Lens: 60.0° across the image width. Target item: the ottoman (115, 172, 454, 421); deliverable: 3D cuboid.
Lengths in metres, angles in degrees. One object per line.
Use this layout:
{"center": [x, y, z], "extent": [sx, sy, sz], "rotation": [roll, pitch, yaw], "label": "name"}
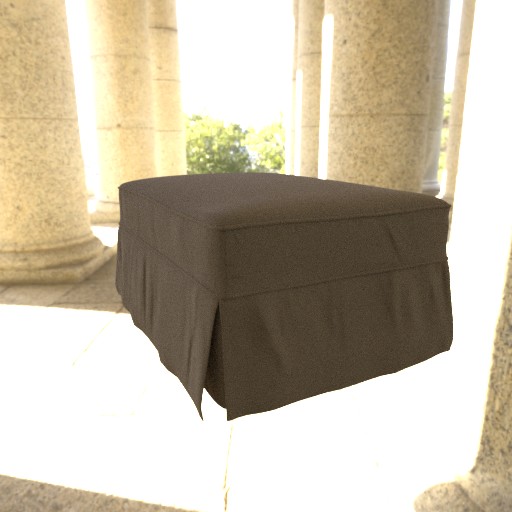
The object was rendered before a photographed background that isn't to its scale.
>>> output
{"center": [0.000, 0.000, 1.367], "extent": [0.721, 0.482, 0.959], "rotation": [-8, 16, -27], "label": "ottoman"}
